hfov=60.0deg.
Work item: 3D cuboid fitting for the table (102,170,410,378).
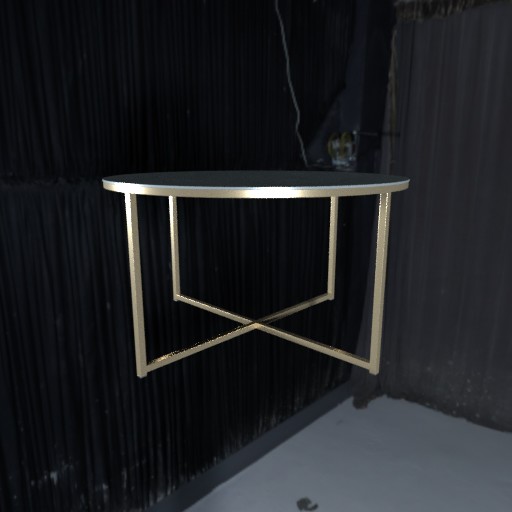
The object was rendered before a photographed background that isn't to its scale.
[{"bbox_3d":[0.000,0.000,1.269,0.800,0.450,0.800,0,13,0],"label":"table"}]
